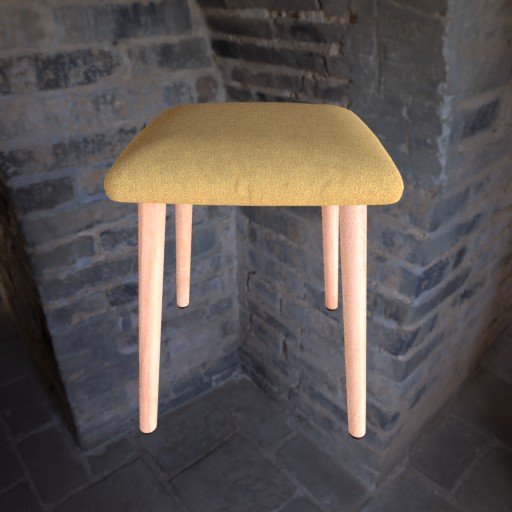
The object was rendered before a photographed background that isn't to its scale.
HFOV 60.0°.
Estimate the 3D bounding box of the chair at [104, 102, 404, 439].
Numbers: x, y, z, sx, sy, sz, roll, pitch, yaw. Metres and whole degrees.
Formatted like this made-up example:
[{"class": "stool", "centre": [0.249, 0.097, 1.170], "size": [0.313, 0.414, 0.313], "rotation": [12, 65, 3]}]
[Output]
[{"class": "chair", "centre": [0.000, 0.000, 0.710], "size": [0.350, 0.440, 0.350], "rotation": [1, 30, 1]}]
